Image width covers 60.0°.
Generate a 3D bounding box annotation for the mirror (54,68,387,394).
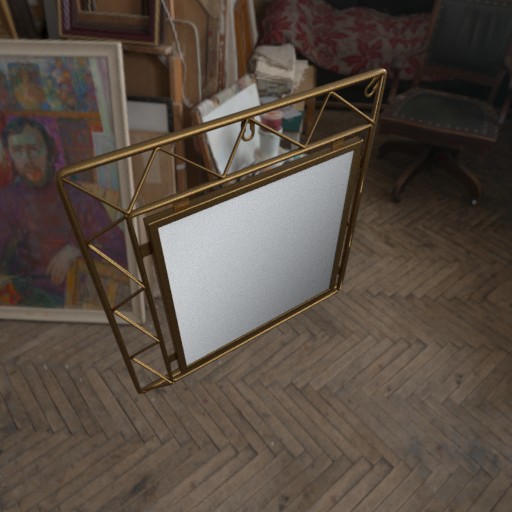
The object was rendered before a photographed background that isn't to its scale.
[{"bbox_3d":[0.000,0.000,0.610,0.416,0.414,0.046,-25,50,-23],"label":"mirror"}]
